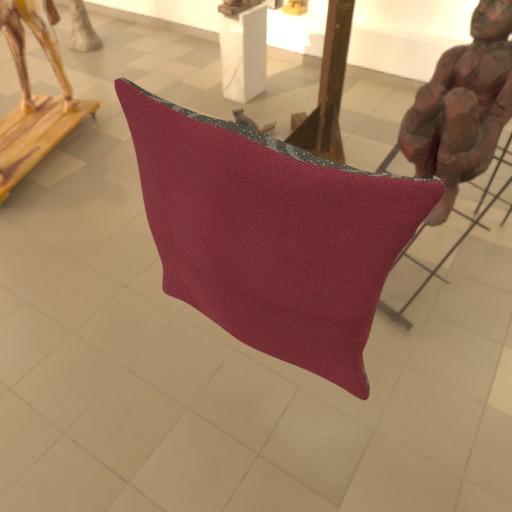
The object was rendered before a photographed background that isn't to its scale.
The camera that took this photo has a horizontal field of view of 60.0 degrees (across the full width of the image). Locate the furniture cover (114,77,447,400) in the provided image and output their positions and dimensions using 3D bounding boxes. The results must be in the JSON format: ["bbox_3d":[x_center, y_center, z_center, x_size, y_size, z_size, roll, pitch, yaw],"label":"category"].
[{"bbox_3d":[0.000,0.000,0.775,0.514,0.513,0.163,24,50,22],"label":"furniture cover"}]
